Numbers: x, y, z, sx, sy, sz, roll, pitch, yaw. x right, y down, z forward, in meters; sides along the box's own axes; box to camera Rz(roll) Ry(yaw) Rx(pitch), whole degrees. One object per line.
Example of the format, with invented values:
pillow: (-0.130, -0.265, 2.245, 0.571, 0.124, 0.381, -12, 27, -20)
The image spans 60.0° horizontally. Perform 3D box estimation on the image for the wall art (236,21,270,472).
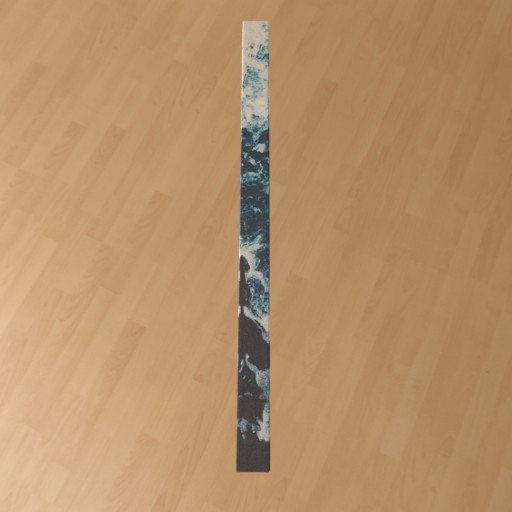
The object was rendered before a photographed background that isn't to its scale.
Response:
wall art: (0.000, 0.000, 0.770, 0.043, 0.407, 0.609, 0, 75, 0)
